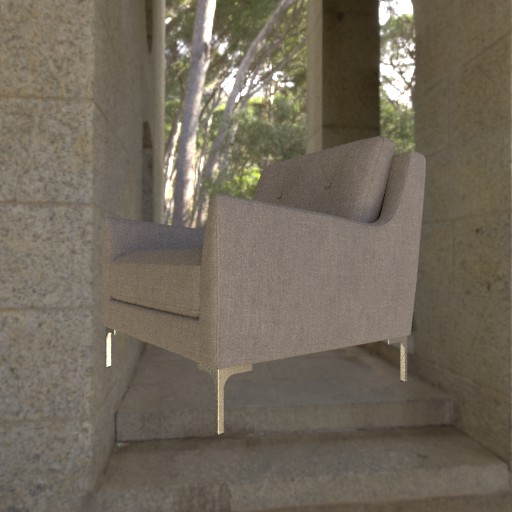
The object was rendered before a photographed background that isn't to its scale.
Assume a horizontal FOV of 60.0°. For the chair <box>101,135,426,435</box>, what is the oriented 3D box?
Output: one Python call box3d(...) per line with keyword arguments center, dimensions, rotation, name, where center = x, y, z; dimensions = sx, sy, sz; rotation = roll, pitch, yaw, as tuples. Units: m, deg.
box3d(center=(0.000, 0.000, 1.581), dimensions=(0.849, 0.828, 0.847), rotation=(0, 0, -37), name="chair")
